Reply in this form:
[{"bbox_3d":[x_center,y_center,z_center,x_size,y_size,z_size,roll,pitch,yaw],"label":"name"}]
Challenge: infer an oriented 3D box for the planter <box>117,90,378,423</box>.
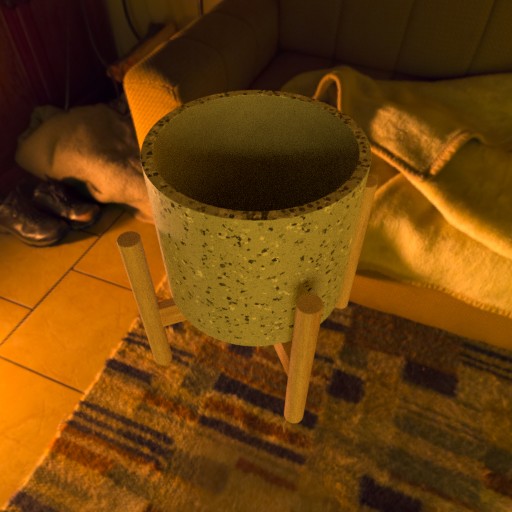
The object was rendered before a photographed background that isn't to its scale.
[{"bbox_3d":[0.000,0.000,0.549,0.284,0.320,0.284,2,47,2],"label":"planter"}]
